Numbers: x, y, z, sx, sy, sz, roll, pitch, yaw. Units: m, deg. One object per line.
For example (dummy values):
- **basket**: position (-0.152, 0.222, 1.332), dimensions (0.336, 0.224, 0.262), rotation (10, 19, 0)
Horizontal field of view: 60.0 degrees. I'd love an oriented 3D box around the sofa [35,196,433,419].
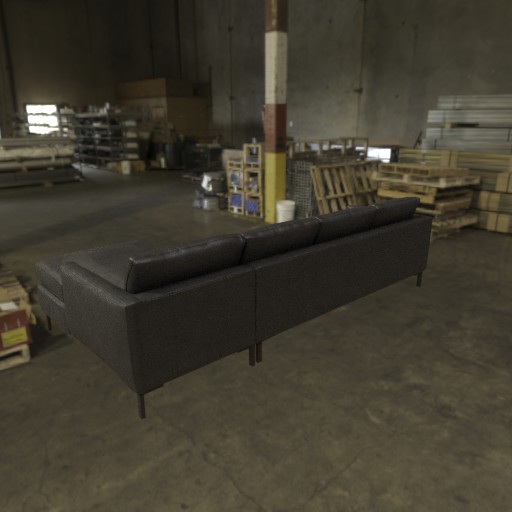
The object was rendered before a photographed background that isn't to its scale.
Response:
- **sofa**: position (0.000, 0.000, 3.602), dimensions (2.993, 0.859, 1.471), rotation (-15, 22, -40)
